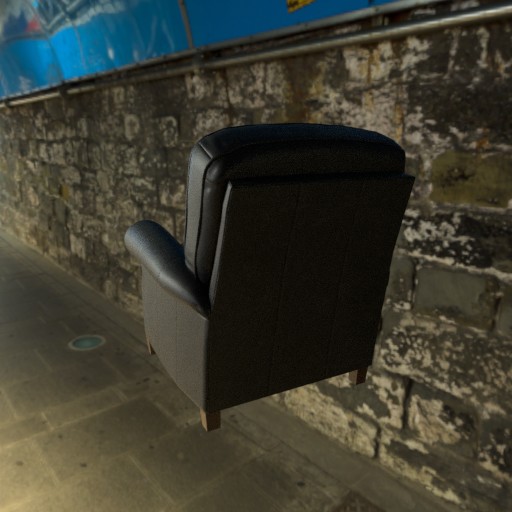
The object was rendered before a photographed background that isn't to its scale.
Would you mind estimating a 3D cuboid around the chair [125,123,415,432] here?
[{"bbox_3d":[0.000,0.000,1.805,0.936,1.018,0.986,-8,16,-27],"label":"chair"}]
